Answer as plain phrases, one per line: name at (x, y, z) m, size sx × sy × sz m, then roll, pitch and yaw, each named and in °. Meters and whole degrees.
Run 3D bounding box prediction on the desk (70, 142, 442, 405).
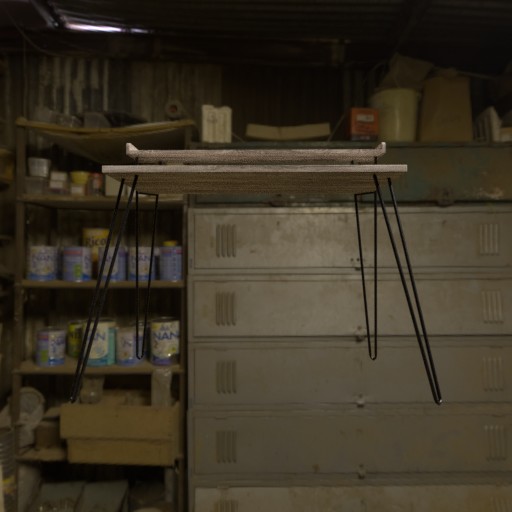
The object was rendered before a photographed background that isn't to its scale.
desk at (0.000, 0.000, 1.633) m, size 1.135 × 0.899 × 0.605 m, roll 0°, pitch 0°, yaw 1°
